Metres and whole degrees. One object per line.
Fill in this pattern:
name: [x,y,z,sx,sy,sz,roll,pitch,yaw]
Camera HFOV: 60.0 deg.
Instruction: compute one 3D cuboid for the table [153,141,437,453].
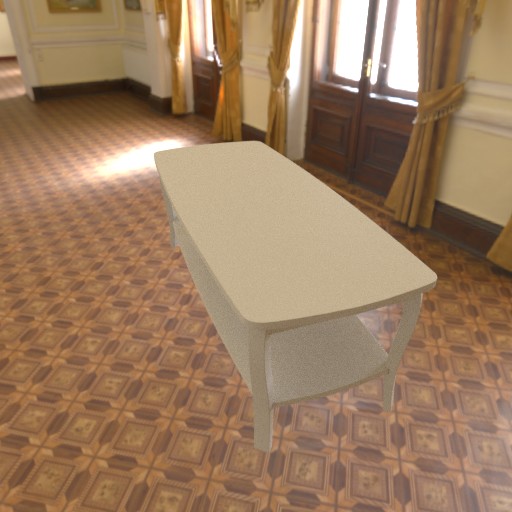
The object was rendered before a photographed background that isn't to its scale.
table: [0.000,0.000,1.654,0.561,0.474,1.334,-11,32,-17]
